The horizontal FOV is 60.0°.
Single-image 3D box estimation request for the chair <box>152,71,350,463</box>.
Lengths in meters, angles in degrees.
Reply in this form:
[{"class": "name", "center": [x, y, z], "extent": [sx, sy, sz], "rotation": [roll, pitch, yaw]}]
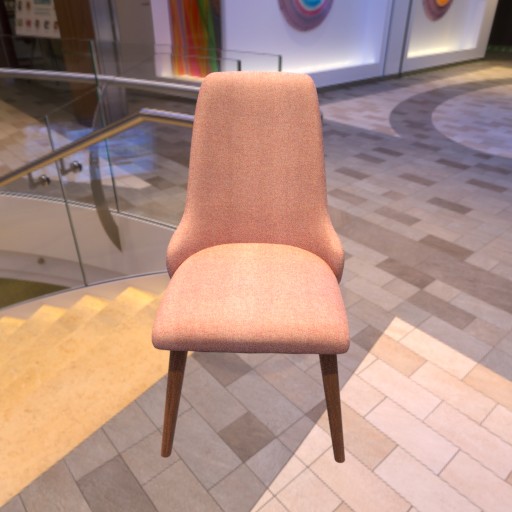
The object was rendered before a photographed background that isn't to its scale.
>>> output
[{"class": "chair", "center": [0.000, 0.000, 1.307], "extent": [0.535, 0.918, 0.707], "rotation": [1, 31, 2]}]
